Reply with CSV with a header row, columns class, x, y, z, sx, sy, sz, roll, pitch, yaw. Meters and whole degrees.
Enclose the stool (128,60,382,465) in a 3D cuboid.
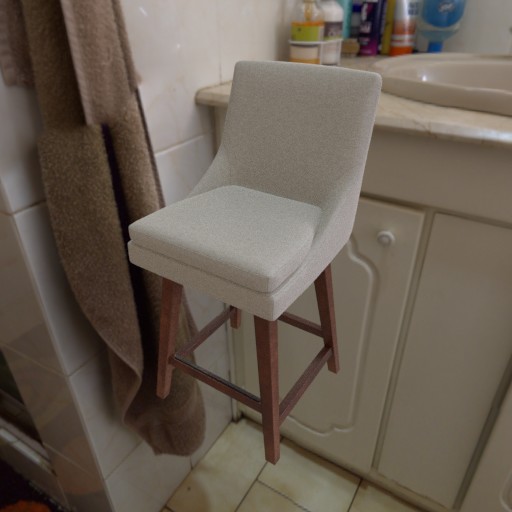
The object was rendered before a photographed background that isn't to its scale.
class,x,y,z,sx,sy,sz,roll,pitch,yaw
stool,0.000,0.000,1.307,0.469,0.991,0.559,19,36,28
